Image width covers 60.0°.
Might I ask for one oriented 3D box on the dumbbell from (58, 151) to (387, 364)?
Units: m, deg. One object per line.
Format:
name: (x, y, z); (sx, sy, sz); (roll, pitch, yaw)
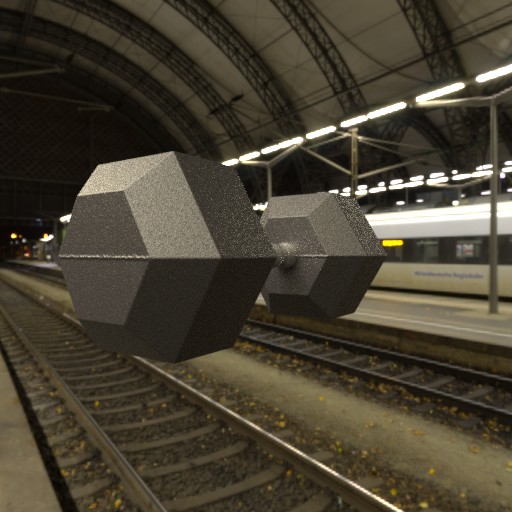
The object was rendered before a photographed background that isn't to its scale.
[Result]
dumbbell: (0.000, 0.000, 0.331); (0.122, 0.106, 0.271); (0, 1, 35)
